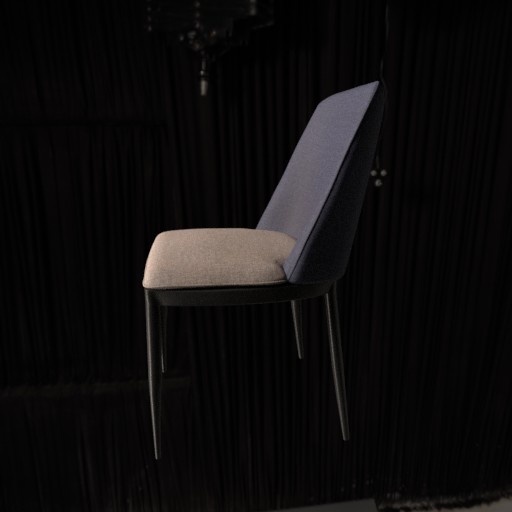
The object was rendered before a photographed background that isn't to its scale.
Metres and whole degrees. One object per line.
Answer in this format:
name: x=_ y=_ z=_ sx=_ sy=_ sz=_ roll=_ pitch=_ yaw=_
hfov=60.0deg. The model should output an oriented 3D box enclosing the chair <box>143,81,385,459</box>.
chair: x=0.000 y=0.000 z=1.156 sx=0.551 sy=0.839 sz=0.480 roll=-2 pitch=15 yaw=-9
